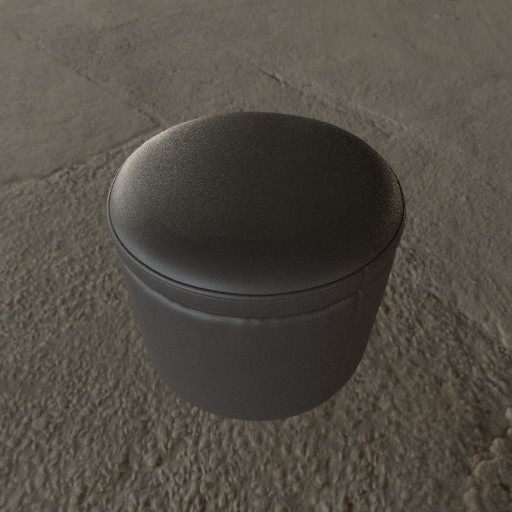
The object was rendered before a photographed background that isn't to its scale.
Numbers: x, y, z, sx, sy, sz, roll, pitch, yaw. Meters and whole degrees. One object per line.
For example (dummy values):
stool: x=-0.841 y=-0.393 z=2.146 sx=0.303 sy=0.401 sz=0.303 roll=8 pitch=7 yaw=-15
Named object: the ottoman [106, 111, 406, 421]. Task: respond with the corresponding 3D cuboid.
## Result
ottoman: x=0.000 y=0.000 z=0.868 sx=0.500 sy=0.409 sz=0.500 roll=0 pitch=45 yaw=0
